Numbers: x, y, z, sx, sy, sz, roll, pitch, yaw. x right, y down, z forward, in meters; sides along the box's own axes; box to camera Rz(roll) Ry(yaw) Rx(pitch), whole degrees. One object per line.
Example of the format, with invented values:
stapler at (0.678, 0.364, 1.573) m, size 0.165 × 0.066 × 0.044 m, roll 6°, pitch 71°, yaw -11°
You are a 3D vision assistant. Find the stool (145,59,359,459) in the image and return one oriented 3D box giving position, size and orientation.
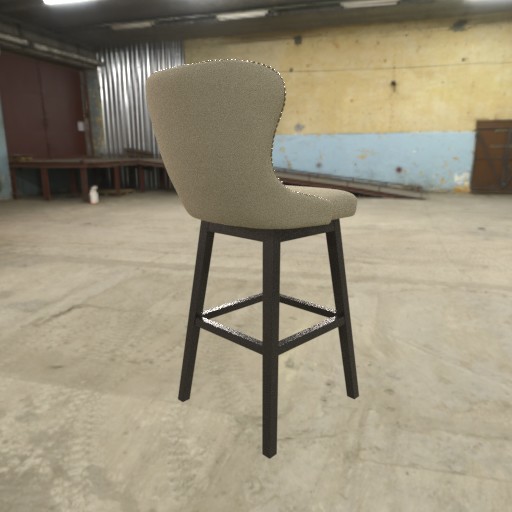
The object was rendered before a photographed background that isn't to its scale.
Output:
stool at (0.000, 0.000, 1.419) m, size 0.528 × 1.066 × 0.605 m, roll 13°, pitch 18°, yaw 43°
